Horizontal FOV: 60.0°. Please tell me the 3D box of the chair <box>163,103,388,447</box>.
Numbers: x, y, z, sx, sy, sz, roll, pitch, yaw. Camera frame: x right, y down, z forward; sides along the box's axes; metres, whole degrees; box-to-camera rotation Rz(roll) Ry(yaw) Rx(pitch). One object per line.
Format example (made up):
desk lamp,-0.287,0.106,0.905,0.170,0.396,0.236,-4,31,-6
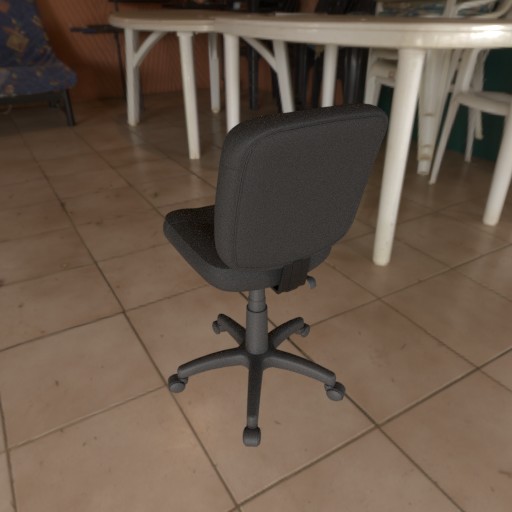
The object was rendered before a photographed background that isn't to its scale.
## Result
chair,0.000,0.000,1.365,0.610,0.972,0.610,-17,34,-28
